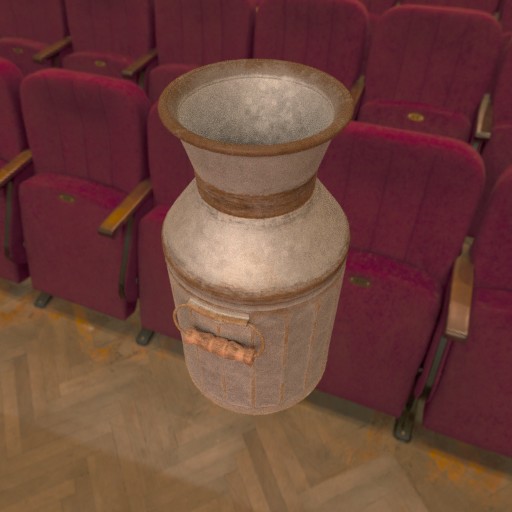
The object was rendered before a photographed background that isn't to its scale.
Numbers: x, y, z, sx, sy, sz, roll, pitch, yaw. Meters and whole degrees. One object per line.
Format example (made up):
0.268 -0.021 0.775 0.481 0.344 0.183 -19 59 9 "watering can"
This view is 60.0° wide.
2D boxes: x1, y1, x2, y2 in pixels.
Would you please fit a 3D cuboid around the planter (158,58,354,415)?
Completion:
0.000 0.000 0.527 0.214 0.396 0.245 16 48 15 "planter"
